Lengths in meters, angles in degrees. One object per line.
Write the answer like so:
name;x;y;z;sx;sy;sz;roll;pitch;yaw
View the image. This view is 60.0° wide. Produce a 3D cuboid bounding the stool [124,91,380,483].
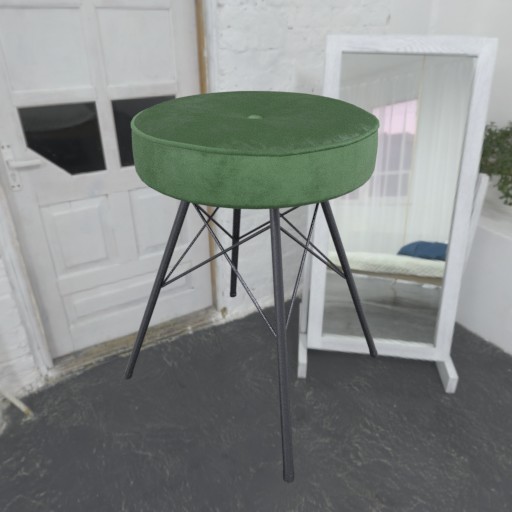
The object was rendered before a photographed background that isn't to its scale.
stool;0.000;0.000;0.913;0.457;0.595;0.430;19;35;30
